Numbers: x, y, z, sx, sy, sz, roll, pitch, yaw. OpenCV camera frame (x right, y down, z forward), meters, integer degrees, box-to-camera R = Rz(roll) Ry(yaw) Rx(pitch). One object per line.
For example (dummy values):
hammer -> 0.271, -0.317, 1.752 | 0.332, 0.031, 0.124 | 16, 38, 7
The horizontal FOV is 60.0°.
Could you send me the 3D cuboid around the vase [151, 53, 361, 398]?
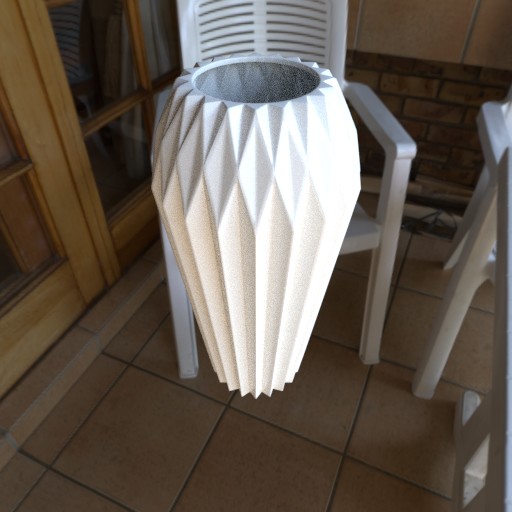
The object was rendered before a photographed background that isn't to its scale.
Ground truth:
vase -> 0.000, 0.000, 0.332 | 0.133, 0.263, 0.133 | 0, 41, 0
